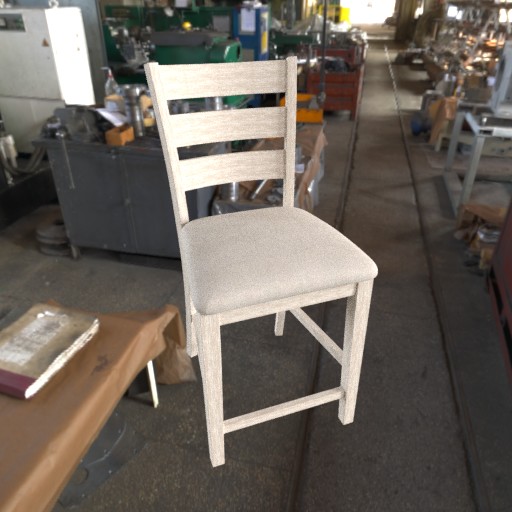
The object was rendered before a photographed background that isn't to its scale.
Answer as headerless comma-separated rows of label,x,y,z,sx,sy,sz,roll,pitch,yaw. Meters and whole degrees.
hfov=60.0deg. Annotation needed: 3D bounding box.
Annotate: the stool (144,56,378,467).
stool,0.000,0.000,1.317,0.484,1.032,0.569,-10,32,-17
